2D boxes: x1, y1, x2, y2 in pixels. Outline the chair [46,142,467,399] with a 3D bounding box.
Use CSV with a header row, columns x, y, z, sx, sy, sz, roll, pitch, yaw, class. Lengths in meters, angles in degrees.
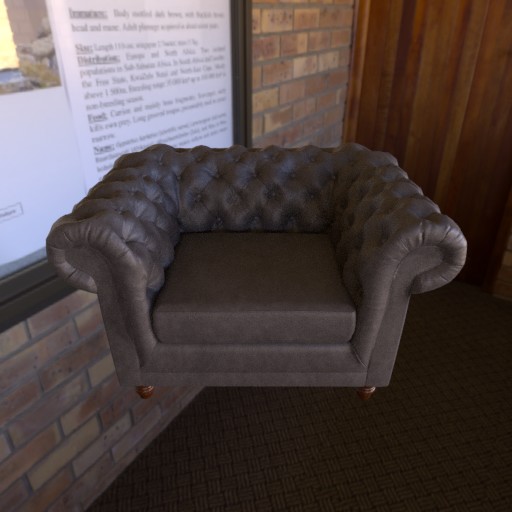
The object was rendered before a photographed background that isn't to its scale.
x,y,z,sx,sy,sz,roll,pitch,yaw,class
0.000,0.000,1.864,1.298,0.780,0.943,0,29,0,chair
